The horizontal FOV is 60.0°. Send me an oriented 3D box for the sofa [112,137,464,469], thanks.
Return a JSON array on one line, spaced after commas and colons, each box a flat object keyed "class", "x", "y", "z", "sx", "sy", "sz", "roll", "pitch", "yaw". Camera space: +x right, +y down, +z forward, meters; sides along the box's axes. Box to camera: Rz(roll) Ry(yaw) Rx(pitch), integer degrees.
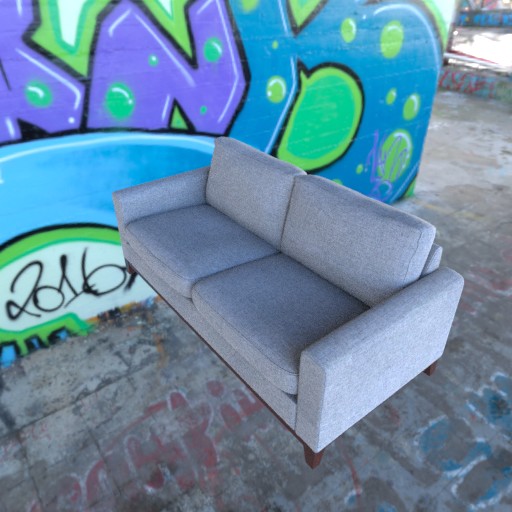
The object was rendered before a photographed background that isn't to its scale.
[{"class": "sofa", "x": 0.000, "y": 0.000, "z": 2.566, "sx": 0.969, "sy": 0.892, "sz": 1.978, "roll": -23, "pitch": 39, "yaw": -31}]
